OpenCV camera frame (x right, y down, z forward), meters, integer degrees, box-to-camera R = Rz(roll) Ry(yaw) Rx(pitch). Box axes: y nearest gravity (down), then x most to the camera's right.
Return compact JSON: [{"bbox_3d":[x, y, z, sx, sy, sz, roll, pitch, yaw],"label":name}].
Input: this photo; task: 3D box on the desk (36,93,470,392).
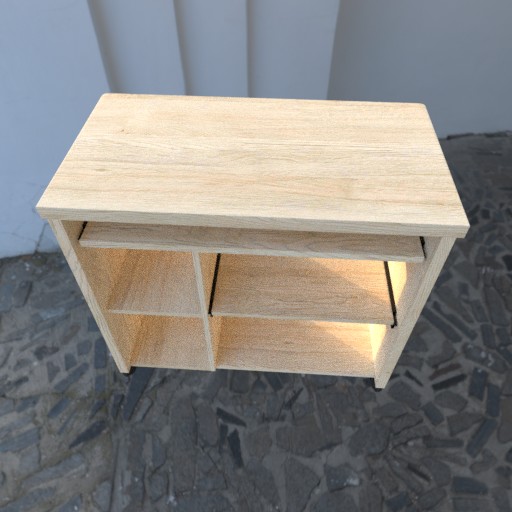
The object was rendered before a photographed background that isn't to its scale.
[{"bbox_3d":[0.000,0.000,1.345,0.885,0.770,0.480,3,48,2],"label":"desk"}]
